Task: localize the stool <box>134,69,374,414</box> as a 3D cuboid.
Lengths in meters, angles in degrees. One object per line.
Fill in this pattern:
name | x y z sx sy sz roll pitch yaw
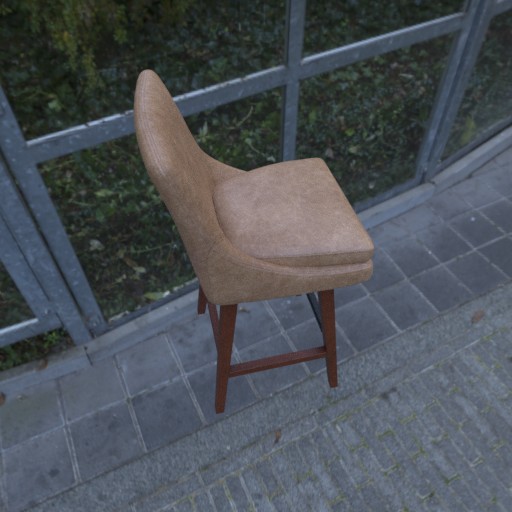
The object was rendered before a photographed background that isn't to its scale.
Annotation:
stool | 0.000 0.000 1.426 0.572 1.079 0.487 -10 47 -9
